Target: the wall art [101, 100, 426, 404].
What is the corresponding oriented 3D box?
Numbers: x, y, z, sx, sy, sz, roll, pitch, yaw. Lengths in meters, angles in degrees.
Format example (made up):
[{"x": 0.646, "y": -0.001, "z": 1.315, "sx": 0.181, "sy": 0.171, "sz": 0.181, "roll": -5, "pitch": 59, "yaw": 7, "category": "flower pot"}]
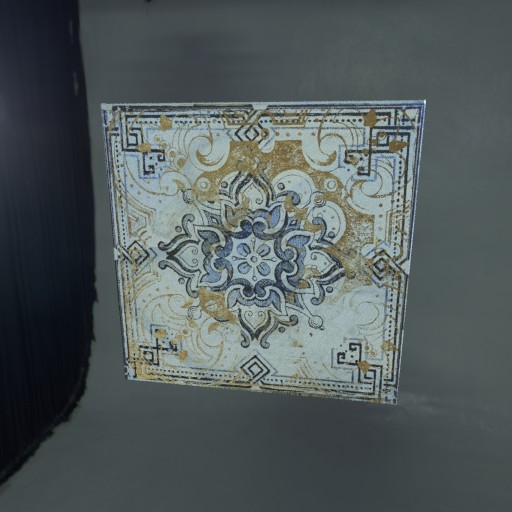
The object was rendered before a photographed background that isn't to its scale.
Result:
[{"x": 0.000, "y": 0.000, "z": 0.626, "sx": 0.411, "sy": 0.410, "sz": 0.038, "roll": 3, "pitch": 16, "yaw": 9, "category": "wall art"}]
